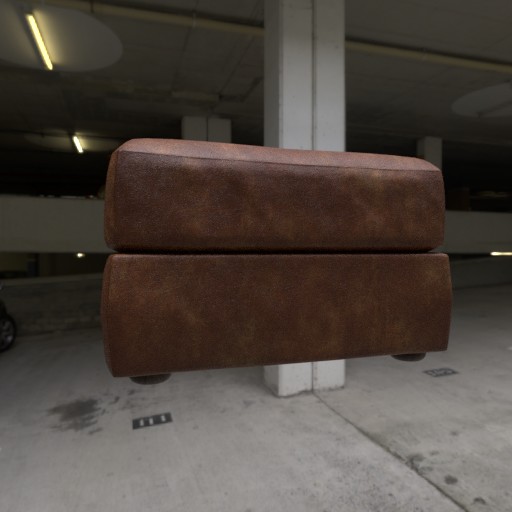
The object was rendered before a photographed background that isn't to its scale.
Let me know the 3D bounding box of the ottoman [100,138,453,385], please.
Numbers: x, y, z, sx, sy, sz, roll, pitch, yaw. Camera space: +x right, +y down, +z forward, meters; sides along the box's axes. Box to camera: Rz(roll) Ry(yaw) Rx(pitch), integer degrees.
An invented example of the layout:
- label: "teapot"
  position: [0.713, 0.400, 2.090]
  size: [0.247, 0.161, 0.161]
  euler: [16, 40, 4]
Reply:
- label: "ottoman"
  position: [0.000, 0.000, 1.145]
  size: [0.751, 0.476, 0.603]
  euler: [0, 1, -17]
